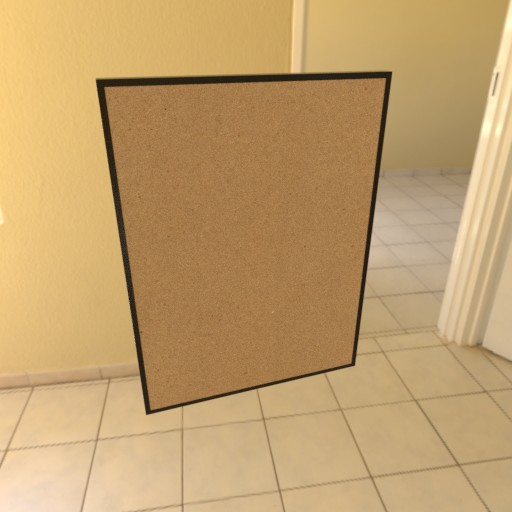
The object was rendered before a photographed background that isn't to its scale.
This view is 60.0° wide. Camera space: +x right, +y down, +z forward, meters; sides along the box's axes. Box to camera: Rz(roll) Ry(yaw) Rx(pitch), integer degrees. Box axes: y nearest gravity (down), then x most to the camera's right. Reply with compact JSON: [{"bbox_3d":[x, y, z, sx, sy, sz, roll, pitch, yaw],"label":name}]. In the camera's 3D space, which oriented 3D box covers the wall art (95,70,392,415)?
[{"bbox_3d":[0.000,0.000,1.376,0.788,1.046,0.043,-8,28,-16],"label":"wall art"}]
